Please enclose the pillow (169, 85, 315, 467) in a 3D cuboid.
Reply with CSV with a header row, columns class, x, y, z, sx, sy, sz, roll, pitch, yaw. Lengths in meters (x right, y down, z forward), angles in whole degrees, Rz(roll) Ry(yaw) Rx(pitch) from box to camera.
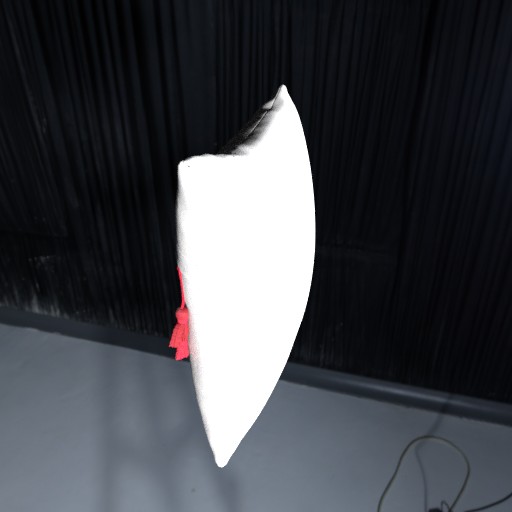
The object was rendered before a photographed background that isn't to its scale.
class,x,y,z,sx,sy,sz,roll,pitch,yaw
pillow,0.000,0.000,0.687,0.173,0.436,0.433,8,31,13
